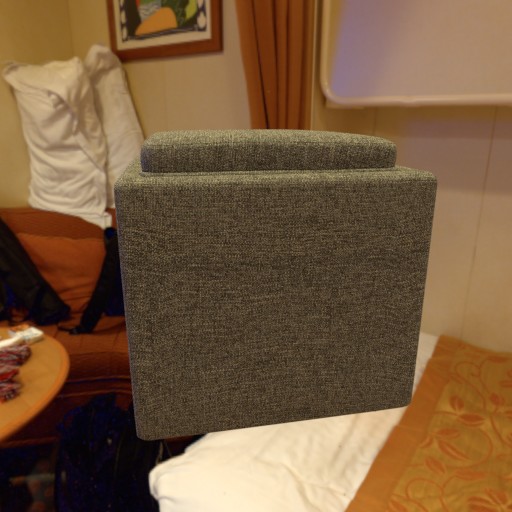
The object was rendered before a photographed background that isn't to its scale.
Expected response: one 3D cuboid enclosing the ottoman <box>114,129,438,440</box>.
[{"bbox_3d":[0.000,0.000,0.842,0.450,0.460,0.450,-3,17,-11],"label":"ottoman"}]
